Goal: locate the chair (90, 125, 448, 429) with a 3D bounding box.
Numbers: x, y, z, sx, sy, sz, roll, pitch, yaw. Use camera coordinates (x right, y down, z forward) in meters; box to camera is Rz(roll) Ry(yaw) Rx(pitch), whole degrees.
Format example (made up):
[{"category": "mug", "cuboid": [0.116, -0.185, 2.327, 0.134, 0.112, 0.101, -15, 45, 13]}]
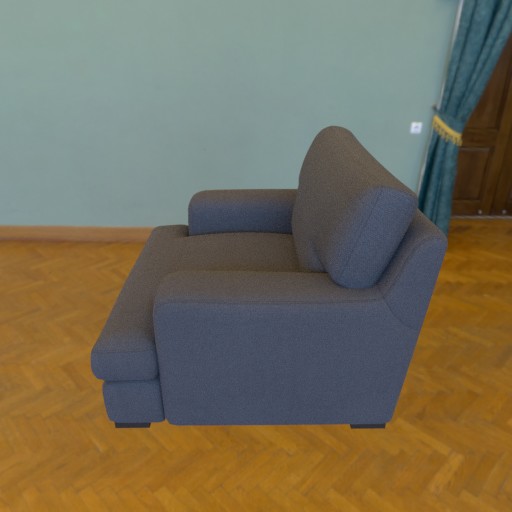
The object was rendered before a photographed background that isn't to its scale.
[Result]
[{"category": "chair", "cuboid": [0.000, 0.000, 1.919, 1.143, 0.940, 1.168, 0, 26, -1]}]
